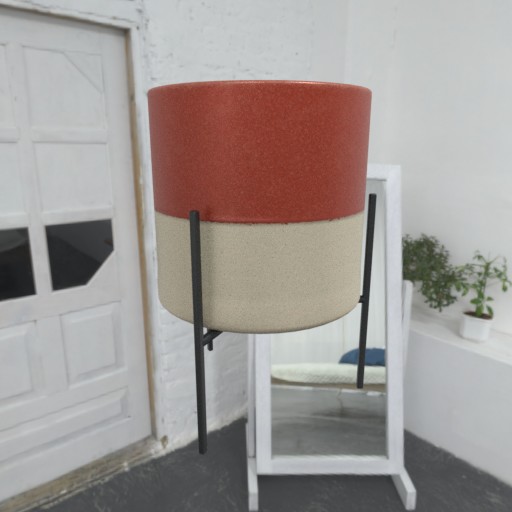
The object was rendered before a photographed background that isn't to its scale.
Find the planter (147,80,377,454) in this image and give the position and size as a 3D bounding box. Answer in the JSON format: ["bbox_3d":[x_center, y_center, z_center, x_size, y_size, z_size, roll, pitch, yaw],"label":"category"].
[{"bbox_3d":[0.000,0.000,0.509,0.235,0.354,0.251,8,17,26],"label":"planter"}]
